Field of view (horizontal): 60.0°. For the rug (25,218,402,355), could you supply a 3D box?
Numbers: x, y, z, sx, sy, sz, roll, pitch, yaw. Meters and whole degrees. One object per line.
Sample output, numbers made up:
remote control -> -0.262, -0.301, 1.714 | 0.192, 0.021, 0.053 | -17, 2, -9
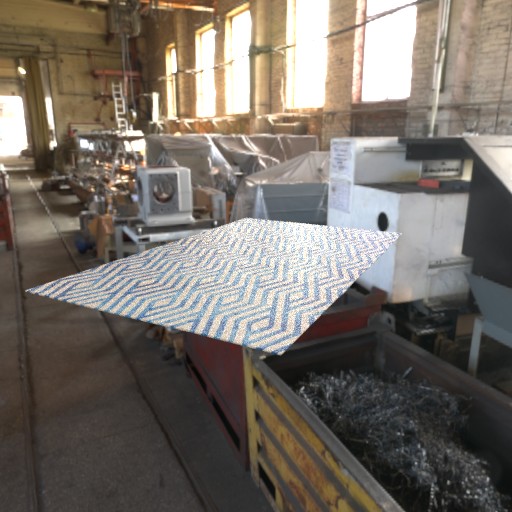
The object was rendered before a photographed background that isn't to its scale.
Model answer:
rug -> 0.000, 0.000, 3.085 | 1.531, 0.008, 2.439 | 8, 17, 27
